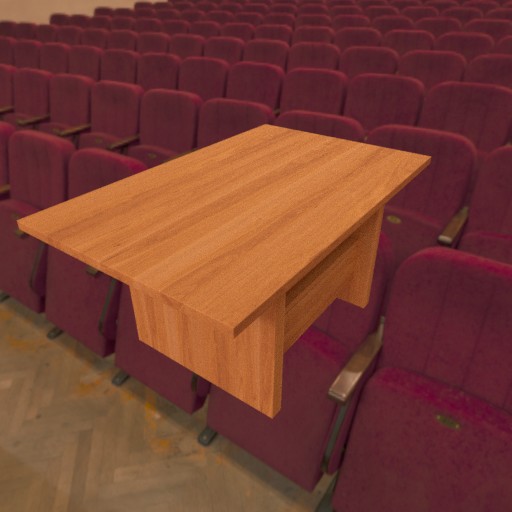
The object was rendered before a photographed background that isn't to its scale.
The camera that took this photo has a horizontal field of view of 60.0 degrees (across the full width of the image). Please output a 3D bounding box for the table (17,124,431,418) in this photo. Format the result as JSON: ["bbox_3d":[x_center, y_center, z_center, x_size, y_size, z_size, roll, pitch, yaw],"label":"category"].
[{"bbox_3d":[0.000,0.000,1.459,0.700,0.510,1.100,21,37,30],"label":"table"}]
